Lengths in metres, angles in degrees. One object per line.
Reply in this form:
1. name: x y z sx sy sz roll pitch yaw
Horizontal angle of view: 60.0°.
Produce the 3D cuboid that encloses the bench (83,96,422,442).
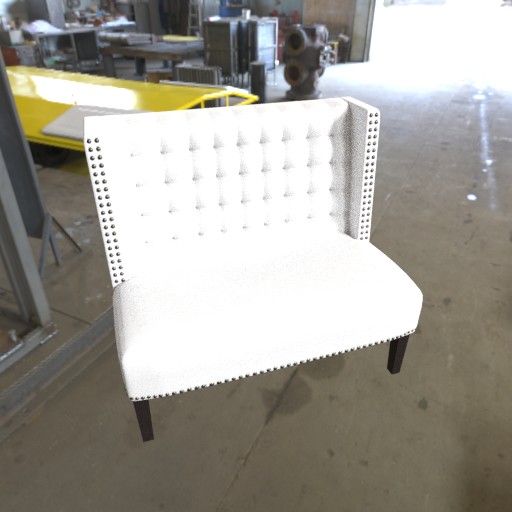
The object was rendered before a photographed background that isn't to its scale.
1. bench: 0.000 0.000 1.978 1.280 1.123 0.847 -10 33 -15
